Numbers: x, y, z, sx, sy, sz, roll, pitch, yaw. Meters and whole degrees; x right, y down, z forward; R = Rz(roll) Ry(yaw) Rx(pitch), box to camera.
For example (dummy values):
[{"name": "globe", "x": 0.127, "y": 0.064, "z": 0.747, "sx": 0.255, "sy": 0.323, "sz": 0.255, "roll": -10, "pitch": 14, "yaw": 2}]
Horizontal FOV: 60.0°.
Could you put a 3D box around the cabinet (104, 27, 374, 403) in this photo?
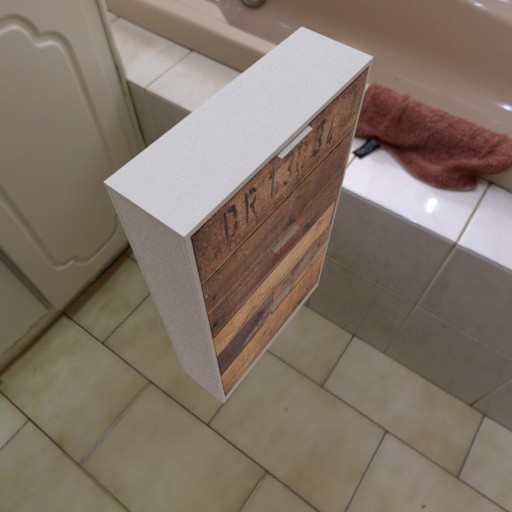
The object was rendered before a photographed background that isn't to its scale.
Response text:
[{"name": "cabinet", "x": 0.000, "y": 0.000, "z": 1.611, "sx": 0.250, "sy": 1.280, "sz": 0.750, "roll": 33, "pitch": 63, "yaw": 19}]
